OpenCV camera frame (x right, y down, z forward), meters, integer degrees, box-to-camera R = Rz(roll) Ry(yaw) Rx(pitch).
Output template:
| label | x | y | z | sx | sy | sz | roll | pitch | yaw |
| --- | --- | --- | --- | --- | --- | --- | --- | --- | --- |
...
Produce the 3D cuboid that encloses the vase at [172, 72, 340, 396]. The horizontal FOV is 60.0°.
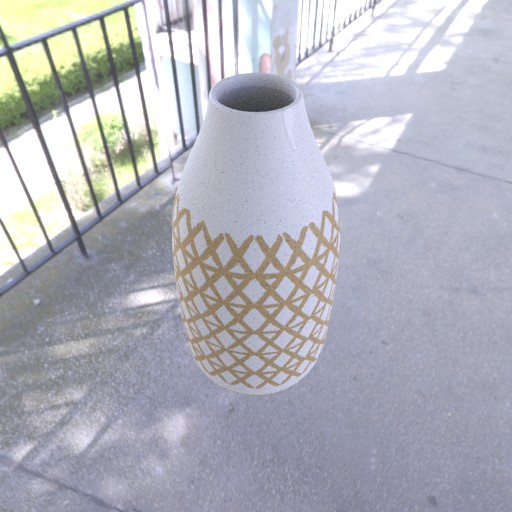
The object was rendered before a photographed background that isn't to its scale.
| label | x | y | z | sx | sy | sz | roll | pitch | yaw |
| --- | --- | --- | --- | --- | --- | --- | --- | --- | --- |
| vase | 0.000 | 0.000 | 0.494 | 0.186 | 0.380 | 0.186 | 0 | 45 | 0 |
